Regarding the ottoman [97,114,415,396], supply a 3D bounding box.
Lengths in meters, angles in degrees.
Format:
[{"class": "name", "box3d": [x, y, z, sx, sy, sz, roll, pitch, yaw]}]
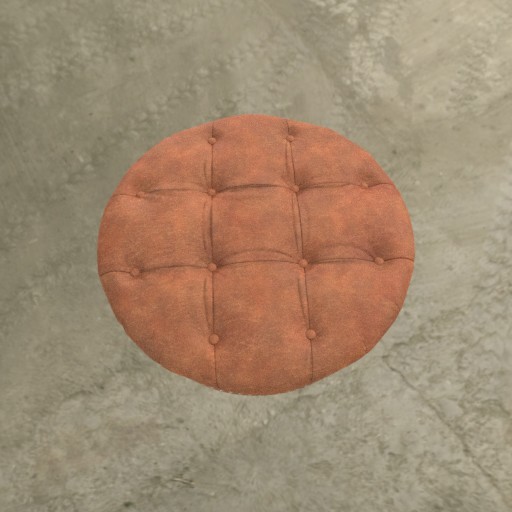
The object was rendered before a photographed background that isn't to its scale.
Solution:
[{"class": "ottoman", "box3d": [0.000, 0.000, 1.408, 0.901, 0.444, 0.901, 0, 64, 0]}]
